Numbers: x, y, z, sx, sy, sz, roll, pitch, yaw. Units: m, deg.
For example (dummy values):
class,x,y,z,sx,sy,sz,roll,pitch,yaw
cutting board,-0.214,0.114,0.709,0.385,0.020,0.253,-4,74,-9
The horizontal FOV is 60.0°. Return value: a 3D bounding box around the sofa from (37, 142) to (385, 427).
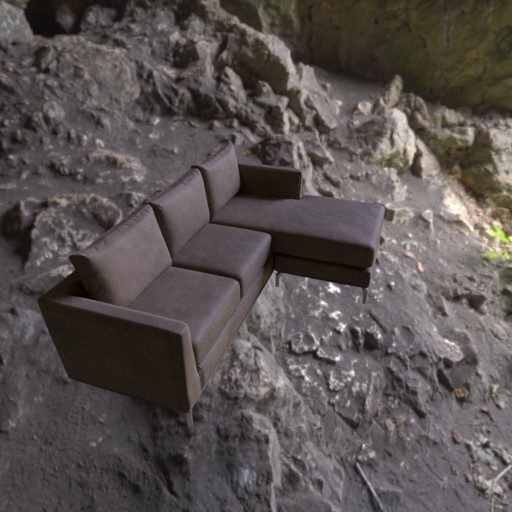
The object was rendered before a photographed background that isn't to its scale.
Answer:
class,x,y,z,sx,sy,sz,roll,pitch,yaw
sofa,0.000,0.000,3.222,1.622,0.987,2.438,10,32,17
